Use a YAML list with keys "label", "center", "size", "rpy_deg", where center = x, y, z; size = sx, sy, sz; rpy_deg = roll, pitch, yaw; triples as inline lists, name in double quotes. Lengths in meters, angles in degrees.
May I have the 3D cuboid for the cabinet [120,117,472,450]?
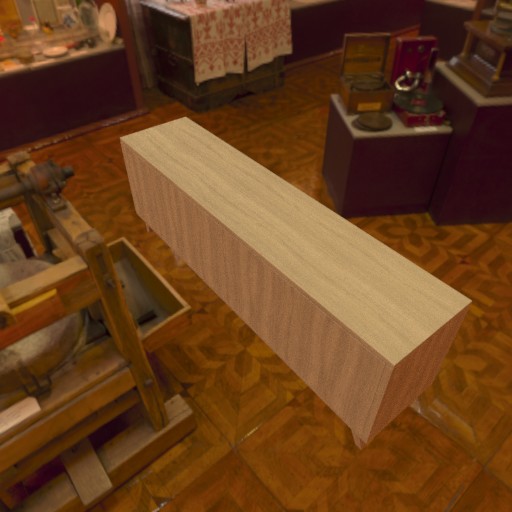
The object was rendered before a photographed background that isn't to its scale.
- label: "cabinet"
  center: [0.000, 0.000, 2.583]
  size: [0.499, 0.779, 2.198]
  rpy_deg: [-28, 49, -28]
